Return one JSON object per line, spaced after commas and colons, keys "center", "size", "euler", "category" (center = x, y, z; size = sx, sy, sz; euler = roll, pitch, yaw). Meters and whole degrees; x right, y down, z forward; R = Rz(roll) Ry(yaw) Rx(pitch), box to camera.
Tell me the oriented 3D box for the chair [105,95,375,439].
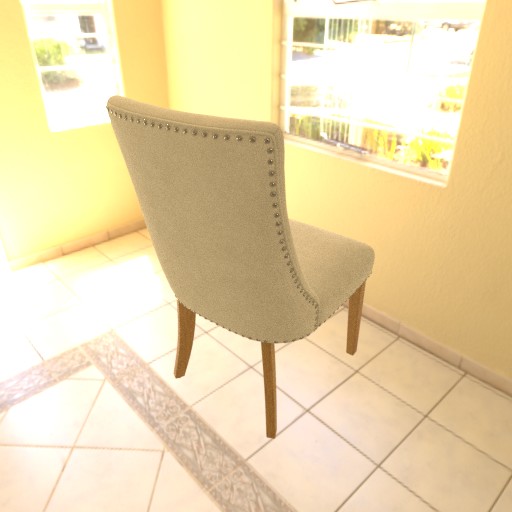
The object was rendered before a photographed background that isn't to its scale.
{"center": [0.000, 0.000, 1.269], "size": [0.495, 0.902, 0.610], "euler": [21, 36, 32], "category": "chair"}
